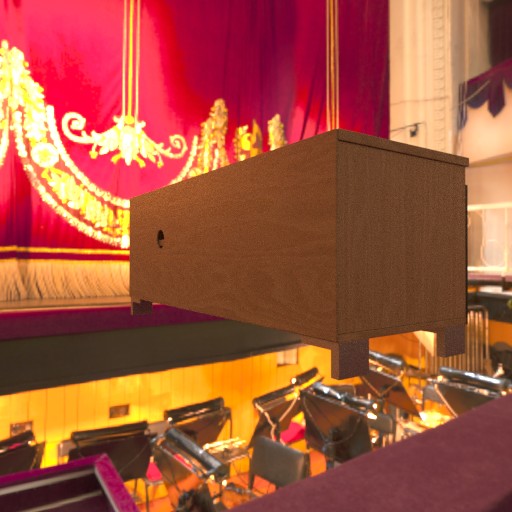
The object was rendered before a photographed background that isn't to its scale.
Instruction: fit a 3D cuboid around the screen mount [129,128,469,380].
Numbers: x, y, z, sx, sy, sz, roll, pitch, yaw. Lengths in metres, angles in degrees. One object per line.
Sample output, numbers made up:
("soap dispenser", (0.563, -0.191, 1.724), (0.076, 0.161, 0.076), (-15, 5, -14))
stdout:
("screen mount", (0.000, 0.000, 1.314), (0.406, 0.432, 1.084), (0, 0, -34))
